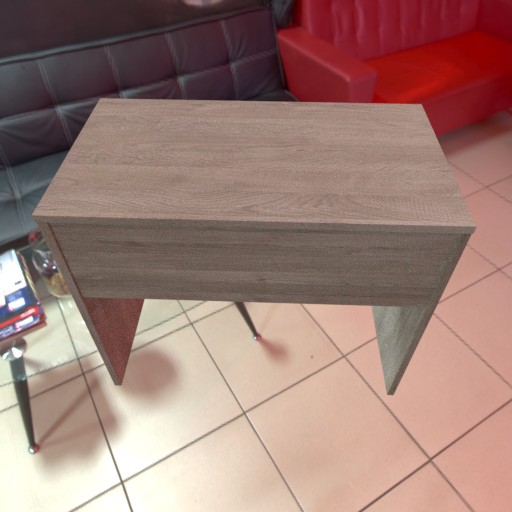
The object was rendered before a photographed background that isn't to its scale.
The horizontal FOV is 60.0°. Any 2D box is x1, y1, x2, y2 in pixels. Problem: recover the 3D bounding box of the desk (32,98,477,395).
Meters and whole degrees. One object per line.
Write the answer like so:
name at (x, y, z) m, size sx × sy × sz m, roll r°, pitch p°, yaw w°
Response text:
desk at (0.000, 0.000, 1.321) m, size 0.893 × 0.724 × 0.498 m, roll 2°, pitch 46°, yaw 2°
